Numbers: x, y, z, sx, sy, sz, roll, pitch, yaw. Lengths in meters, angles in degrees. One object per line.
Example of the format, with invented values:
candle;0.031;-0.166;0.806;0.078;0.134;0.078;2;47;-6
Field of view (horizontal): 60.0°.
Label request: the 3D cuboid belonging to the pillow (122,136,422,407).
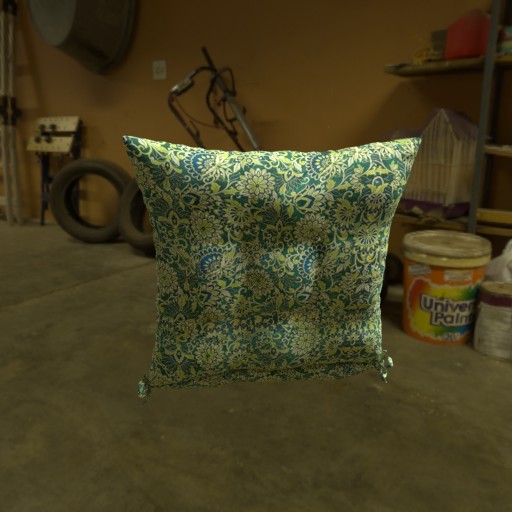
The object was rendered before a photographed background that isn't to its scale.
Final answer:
pillow;0.000;0.000;1.025;0.541;0.536;0.585;-3;15;-10
